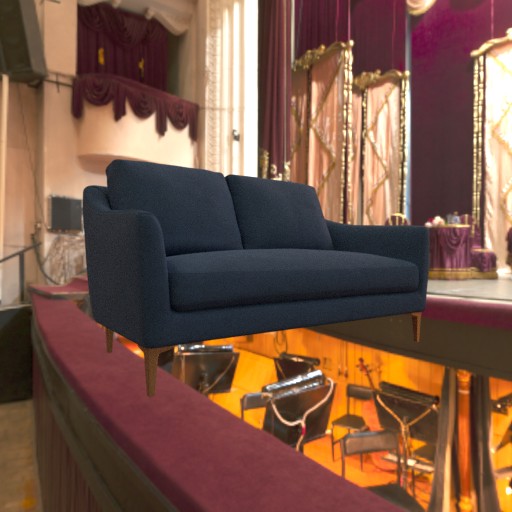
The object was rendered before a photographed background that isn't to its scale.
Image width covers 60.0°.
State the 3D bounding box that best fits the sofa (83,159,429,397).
[{"bbox_3d":[0.000,0.000,2.219,1.619,0.902,0.960,0,0,-37],"label":"sofa"}]
